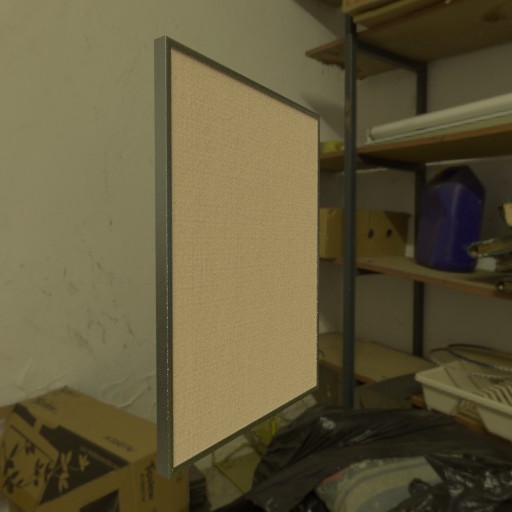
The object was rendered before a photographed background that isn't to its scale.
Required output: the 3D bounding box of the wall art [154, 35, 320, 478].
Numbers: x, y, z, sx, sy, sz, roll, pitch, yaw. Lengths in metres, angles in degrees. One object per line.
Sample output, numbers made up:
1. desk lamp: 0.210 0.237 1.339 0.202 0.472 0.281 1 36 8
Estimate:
1. wall art: 0.000 0.000 1.401 0.041 1.062 0.803 1 2 35
